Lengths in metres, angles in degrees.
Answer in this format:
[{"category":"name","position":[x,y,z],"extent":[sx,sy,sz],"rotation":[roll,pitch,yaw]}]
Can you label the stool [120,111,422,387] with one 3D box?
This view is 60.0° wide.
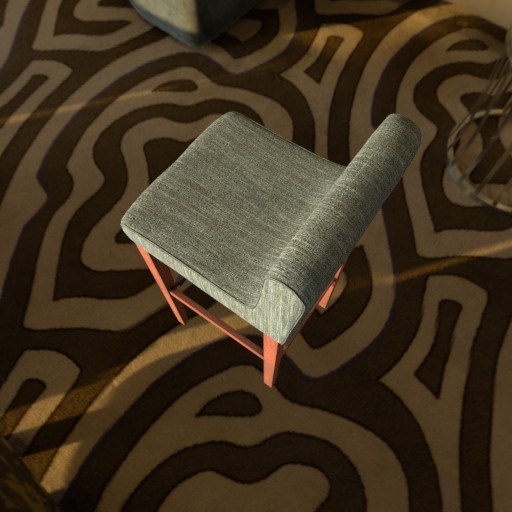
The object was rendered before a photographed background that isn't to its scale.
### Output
[{"category":"stool","position":[0.000,0.000,1.233],"extent":[0.499,0.965,0.426],"rotation":[32,68,15]}]
